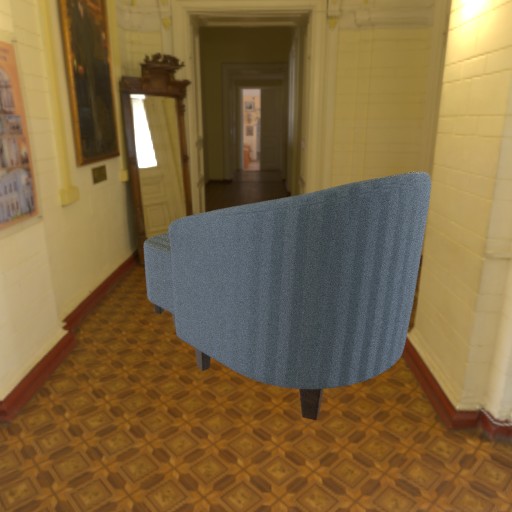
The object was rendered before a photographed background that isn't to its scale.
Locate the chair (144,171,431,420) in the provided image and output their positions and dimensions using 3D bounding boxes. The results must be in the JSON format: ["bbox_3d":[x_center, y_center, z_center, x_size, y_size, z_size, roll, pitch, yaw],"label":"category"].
[{"bbox_3d":[0.000,0.000,1.773,0.756,0.757,1.288,-15,23,-41],"label":"chair"}]
